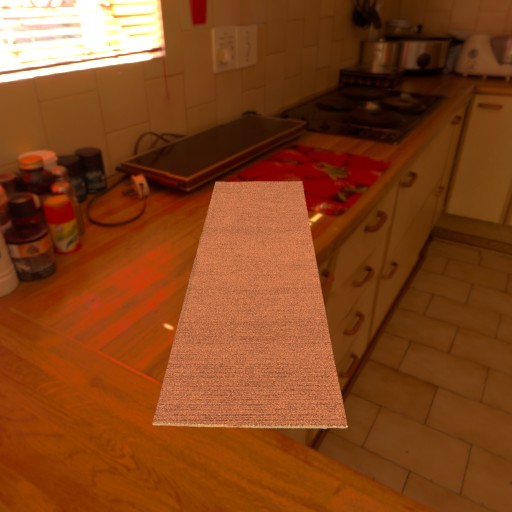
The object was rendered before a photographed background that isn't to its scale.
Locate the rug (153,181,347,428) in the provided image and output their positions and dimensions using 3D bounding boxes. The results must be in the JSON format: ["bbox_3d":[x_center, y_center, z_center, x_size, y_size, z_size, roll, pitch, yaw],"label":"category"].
[{"bbox_3d":[0.000,0.000,2.550,0.692,0.032,2.320,1,31,1],"label":"rug"}]
